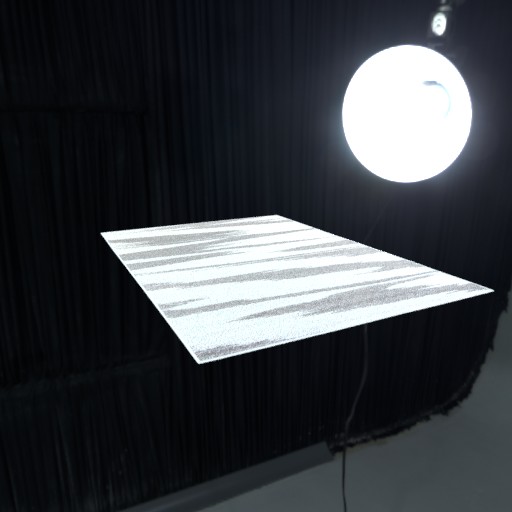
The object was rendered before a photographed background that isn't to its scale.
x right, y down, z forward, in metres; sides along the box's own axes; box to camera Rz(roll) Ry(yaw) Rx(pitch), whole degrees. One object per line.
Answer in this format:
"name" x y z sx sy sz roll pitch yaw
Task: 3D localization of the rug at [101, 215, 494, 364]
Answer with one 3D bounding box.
"rug" 0.000 0.000 2.751 1.533 0.010 2.142 -8 18 -26
